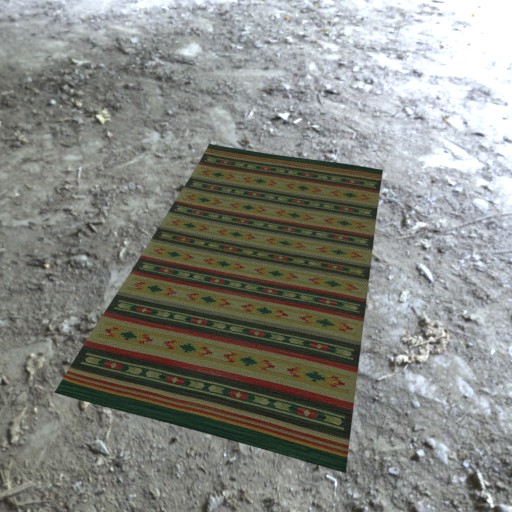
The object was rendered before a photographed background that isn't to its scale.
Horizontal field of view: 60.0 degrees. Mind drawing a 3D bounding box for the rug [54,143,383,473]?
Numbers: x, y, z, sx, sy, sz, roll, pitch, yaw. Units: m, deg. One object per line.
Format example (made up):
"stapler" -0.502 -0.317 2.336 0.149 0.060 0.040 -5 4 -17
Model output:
"rug" 0.000 0.000 2.990 1.520 0.011 2.447 11 48 10
